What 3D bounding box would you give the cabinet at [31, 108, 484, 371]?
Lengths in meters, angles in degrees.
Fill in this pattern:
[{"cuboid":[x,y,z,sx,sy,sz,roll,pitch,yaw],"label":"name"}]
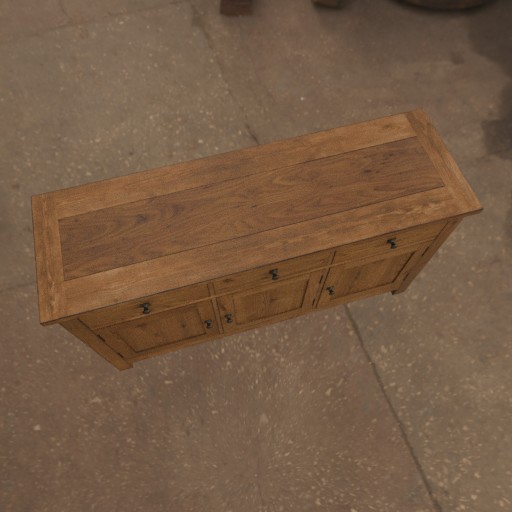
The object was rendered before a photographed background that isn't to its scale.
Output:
[{"cuboid":[0.000,0.000,1.874,1.474,0.813,0.480,-14,65,-7],"label":"cabinet"}]
